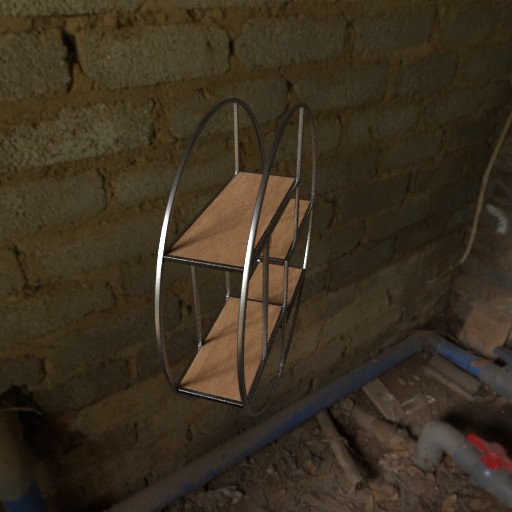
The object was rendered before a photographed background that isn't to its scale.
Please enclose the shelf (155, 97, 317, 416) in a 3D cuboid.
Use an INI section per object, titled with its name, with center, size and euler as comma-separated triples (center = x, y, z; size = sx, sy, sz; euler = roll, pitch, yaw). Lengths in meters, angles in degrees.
[shelf]
center = 0.000, 0.000, 1.335
size = 0.202, 0.888, 0.888
euler = 9, 33, 14
